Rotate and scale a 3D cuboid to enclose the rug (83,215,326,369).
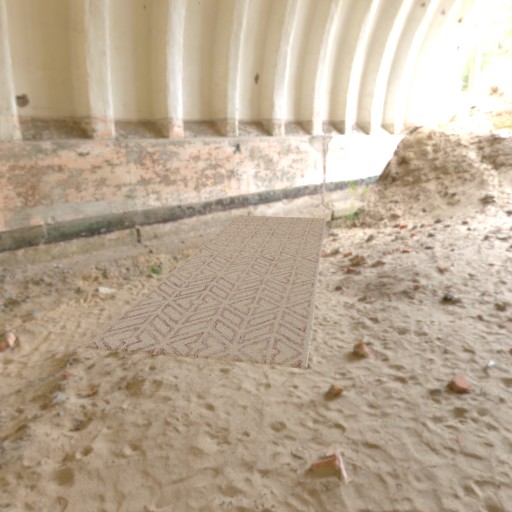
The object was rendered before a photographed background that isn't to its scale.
[{"bbox_3d":[0.000,0.000,2.574,0.750,0.009,2.435,3,16,10],"label":"rug"}]
